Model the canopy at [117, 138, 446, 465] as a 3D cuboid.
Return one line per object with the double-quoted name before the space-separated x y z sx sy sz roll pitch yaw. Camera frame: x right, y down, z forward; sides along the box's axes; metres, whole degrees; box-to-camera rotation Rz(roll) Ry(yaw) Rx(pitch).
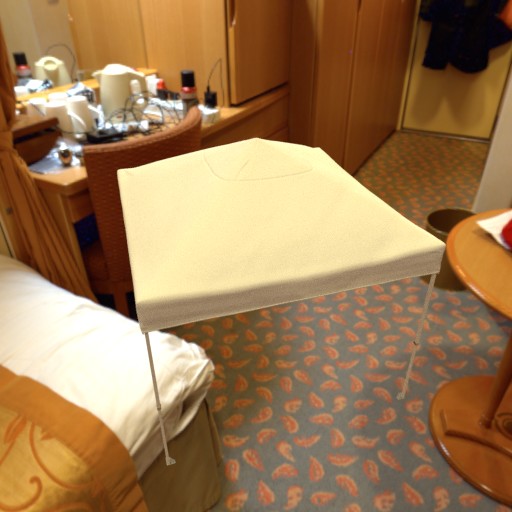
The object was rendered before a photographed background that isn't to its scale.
"canopy" 0.000 0.000 5.549 2.996 2.997 2.998 -10 34 -15
